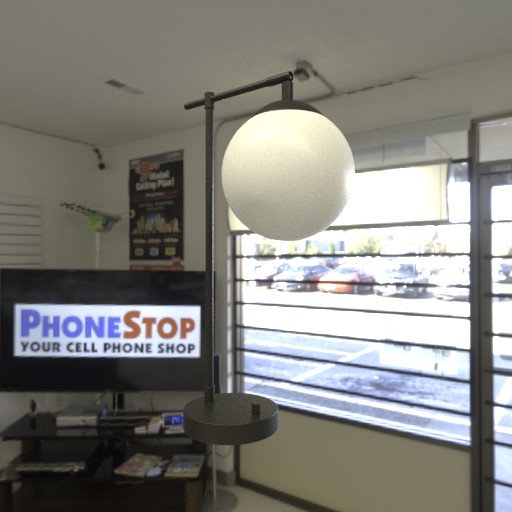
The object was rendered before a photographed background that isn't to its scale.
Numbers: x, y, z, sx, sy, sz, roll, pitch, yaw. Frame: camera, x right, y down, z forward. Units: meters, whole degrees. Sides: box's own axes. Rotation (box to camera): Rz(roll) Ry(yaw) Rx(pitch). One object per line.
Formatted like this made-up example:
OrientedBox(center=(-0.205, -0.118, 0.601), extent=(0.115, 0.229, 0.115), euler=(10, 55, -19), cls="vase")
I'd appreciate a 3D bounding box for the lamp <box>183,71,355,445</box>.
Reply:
OrientedBox(center=(0.000, 0.000, 0.700), extent=(0.316, 0.559, 0.197), euler=(0, 0, 37), cls="lamp")
